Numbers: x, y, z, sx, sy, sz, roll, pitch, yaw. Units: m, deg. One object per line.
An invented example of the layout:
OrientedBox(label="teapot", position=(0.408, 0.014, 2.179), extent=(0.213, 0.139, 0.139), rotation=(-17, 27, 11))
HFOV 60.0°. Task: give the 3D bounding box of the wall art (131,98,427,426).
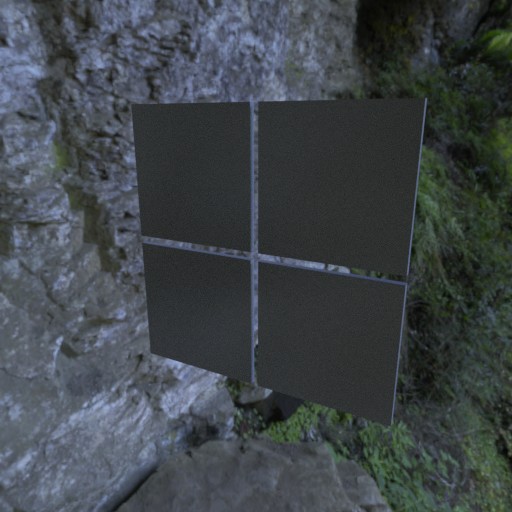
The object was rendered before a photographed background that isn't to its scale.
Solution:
OrientedBox(label="wall art", position=(0.000, 0.000, 1.700), extent=(1.118, 1.118, 0.029), rotation=(9, 19, 27))
